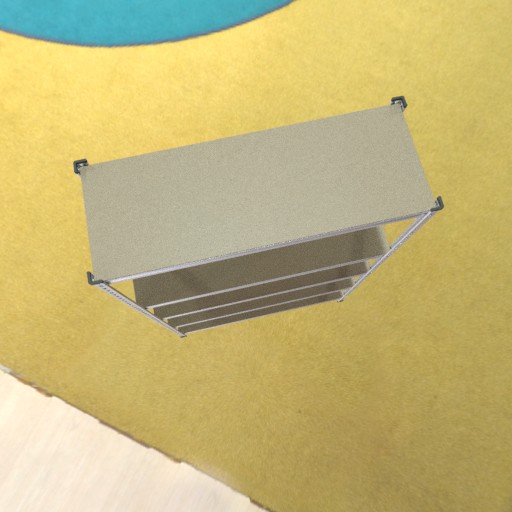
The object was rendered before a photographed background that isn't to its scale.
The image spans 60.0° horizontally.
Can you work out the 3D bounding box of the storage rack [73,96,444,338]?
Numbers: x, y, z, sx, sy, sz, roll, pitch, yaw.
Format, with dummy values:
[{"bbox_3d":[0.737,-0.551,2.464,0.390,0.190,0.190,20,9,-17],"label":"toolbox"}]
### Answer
[{"bbox_3d":[0.000,0.000,2.413,1.219,1.829,0.457,-12,75,-3],"label":"storage rack"}]
